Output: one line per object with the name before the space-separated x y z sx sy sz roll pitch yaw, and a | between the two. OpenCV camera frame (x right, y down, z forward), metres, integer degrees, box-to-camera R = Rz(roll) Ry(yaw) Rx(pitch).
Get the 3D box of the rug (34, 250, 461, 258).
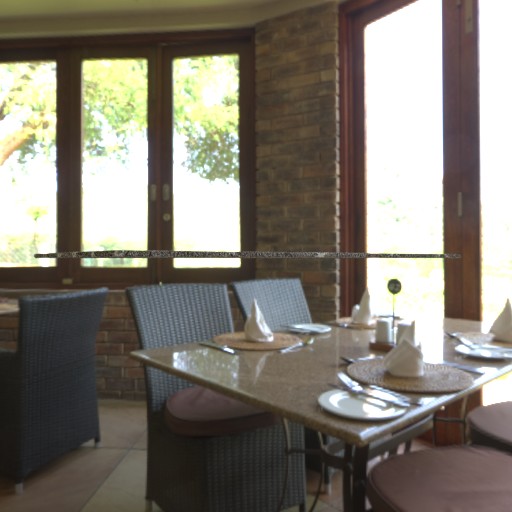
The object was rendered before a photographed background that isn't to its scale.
rug | 0.000 0.000 2.966 2.438 0.030 1.524 0 0 -37
